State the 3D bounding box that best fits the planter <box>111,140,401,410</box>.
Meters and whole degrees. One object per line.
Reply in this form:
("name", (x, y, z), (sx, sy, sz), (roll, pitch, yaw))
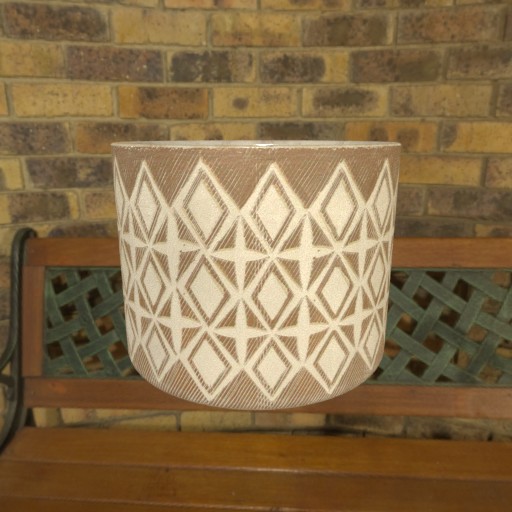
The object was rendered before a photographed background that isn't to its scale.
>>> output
("planter", (0.000, 0.000, 0.330), (0.193, 0.165, 0.193), (0, 15, 0))
